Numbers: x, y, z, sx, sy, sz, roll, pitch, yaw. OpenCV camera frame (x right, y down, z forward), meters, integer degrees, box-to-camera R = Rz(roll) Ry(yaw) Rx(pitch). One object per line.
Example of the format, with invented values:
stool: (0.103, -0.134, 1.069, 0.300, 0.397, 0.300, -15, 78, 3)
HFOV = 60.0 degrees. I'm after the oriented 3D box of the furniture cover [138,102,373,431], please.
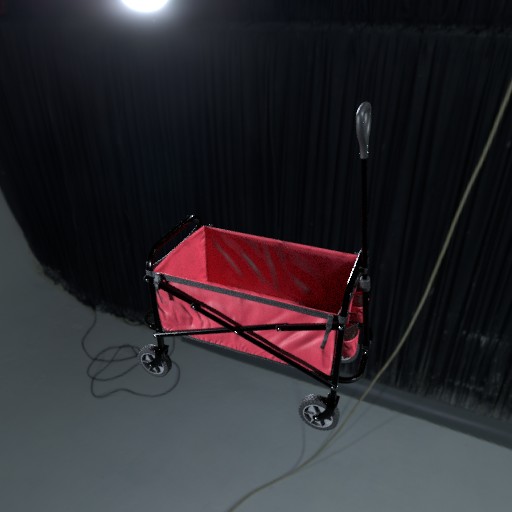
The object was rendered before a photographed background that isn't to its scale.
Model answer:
furniture cover: (0.000, 0.000, 1.859, 1.038, 1.295, 0.532, 12, 33, 19)
